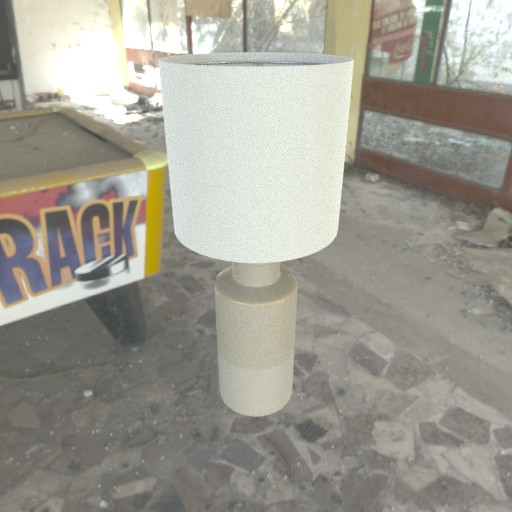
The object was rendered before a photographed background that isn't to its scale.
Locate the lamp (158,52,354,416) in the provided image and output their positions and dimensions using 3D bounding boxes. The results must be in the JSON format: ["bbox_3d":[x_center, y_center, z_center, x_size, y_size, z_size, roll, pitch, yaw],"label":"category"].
[{"bbox_3d":[0.000,0.000,0.603,0.212,0.493,0.212,1,28,1],"label":"lamp"}]
